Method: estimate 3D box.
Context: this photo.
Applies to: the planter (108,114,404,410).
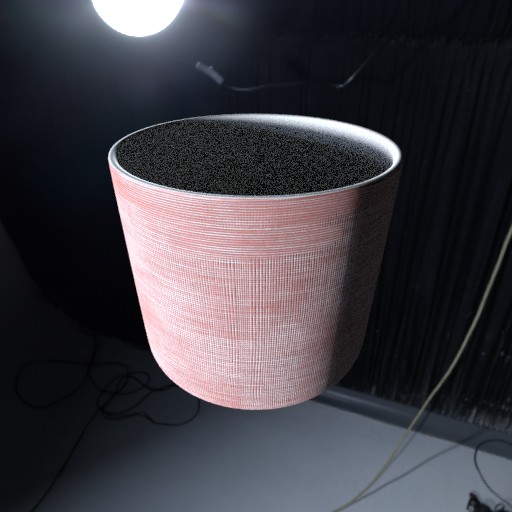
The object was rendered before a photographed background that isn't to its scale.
[{"bbox_3d":[0.000,0.000,0.784,0.440,0.398,0.440,0,30,0],"label":"planter"}]
